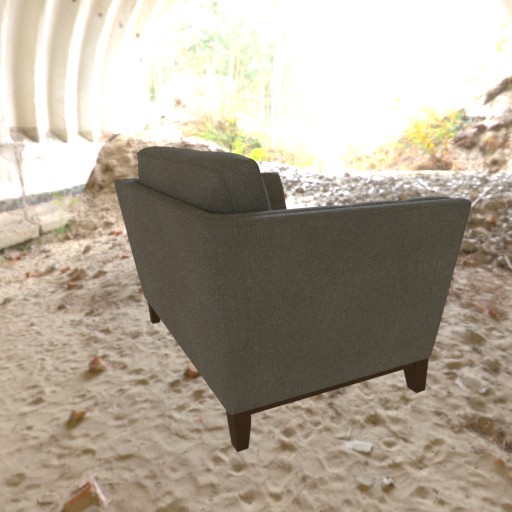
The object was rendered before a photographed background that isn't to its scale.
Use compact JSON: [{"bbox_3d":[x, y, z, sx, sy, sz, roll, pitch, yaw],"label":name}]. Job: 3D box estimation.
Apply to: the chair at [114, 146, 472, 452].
[{"bbox_3d":[0.000,0.000,1.979,0.965,0.942,1.396,-7,16,-25],"label":"chair"}]
